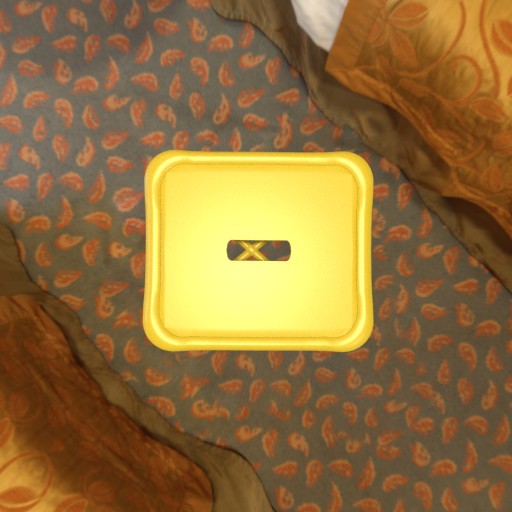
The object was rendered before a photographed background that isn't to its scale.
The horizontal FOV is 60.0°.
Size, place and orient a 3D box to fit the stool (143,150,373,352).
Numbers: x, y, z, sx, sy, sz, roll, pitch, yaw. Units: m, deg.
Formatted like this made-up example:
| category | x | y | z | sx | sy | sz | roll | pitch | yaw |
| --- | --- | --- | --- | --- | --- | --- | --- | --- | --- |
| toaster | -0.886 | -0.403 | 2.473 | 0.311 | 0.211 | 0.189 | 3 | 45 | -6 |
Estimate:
| category | x | y | z | sx | sy | sz | roll | pitch | yaw |
| --- | --- | --- | --- | --- | --- | --- | --- | --- | --- |
| stool | 0.000 | 0.000 | 0.859 | 0.399 | 0.609 | 0.359 | 0 | 89 | -1 |
